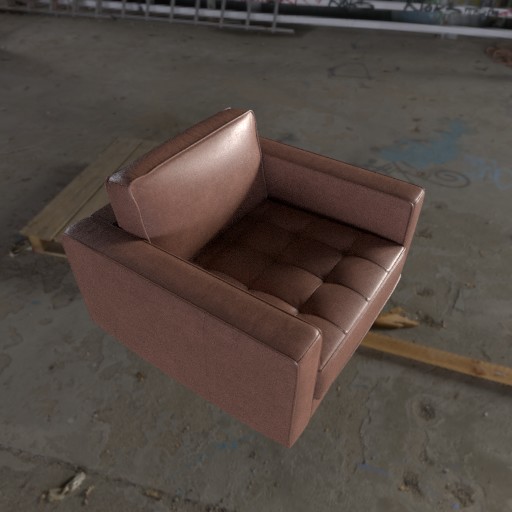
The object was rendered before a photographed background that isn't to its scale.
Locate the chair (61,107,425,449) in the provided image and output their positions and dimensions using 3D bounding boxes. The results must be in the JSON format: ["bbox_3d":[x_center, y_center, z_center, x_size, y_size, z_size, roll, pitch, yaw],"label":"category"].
[{"bbox_3d":[0.000,0.000,1.573,0.900,0.770,0.920,25,48,25],"label":"chair"}]
